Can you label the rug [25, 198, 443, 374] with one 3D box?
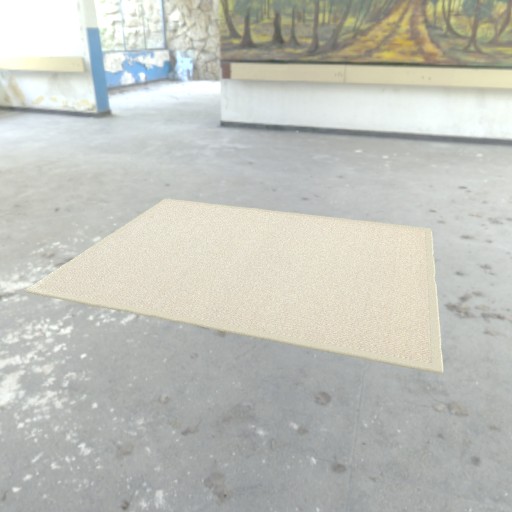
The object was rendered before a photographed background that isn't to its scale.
[{"bbox_3d":[0.000,0.000,4.788,3.659,0.037,2.734,8,28,16],"label":"rug"}]
